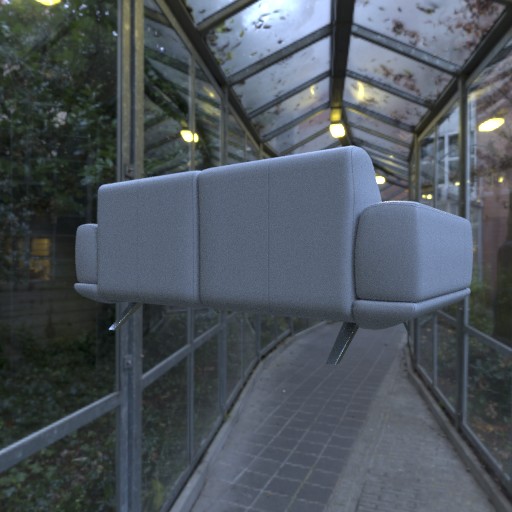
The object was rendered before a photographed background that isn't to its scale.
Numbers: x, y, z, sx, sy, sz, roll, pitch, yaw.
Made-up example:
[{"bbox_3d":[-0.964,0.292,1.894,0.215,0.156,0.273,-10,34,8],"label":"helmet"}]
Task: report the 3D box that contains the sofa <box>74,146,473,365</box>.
[{"bbox_3d":[0.000,0.000,2.282,1.901,0.772,0.900,0,0,36],"label":"sofa"}]
